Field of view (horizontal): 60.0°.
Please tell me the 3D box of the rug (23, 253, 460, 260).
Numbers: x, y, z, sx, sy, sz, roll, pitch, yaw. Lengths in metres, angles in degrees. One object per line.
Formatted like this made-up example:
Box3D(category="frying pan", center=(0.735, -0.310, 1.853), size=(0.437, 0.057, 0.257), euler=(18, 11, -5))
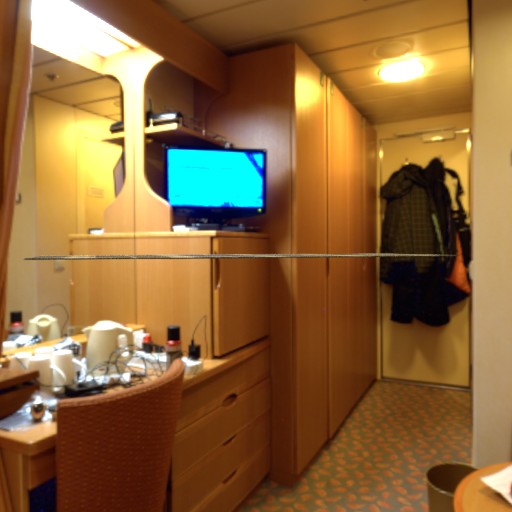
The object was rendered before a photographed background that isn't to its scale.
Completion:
Box3D(category="rug", center=(0.000, 0.000, 2.700), size=(2.434, 0.012, 0.760), euler=(0, 1, -20))
